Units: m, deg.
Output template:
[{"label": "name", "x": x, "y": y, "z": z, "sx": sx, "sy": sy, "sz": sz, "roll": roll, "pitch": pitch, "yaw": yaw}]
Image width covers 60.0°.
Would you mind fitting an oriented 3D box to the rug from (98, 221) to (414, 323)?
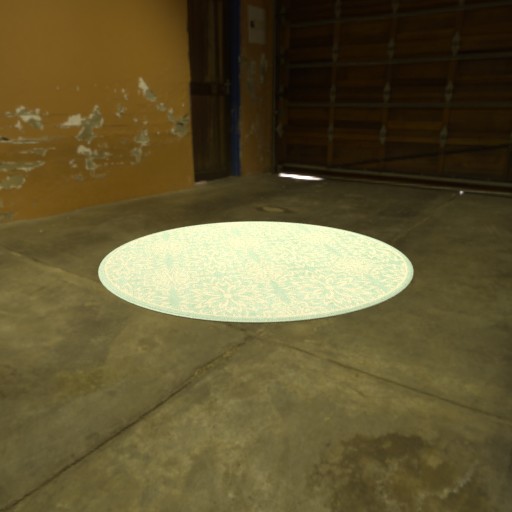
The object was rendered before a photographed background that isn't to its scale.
[{"label": "rug", "x": 0.000, "y": 0.000, "z": 2.363, "sx": 1.593, "sy": 0.012, "sz": 1.593, "roll": 0, "pitch": 18, "yaw": 0}]
